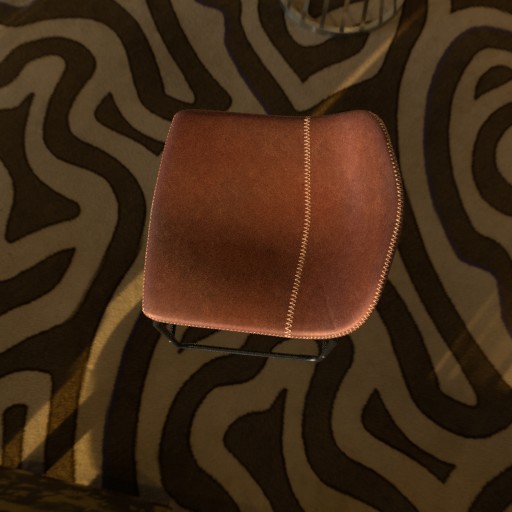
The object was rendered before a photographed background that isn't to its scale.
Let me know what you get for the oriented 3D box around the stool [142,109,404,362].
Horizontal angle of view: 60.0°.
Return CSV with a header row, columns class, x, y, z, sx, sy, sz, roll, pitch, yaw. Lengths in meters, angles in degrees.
class,x,y,z,sx,sy,sz,roll,pitch,yaw
stool,0.000,0.000,1.097,0.473,0.830,0.454,5,75,1
